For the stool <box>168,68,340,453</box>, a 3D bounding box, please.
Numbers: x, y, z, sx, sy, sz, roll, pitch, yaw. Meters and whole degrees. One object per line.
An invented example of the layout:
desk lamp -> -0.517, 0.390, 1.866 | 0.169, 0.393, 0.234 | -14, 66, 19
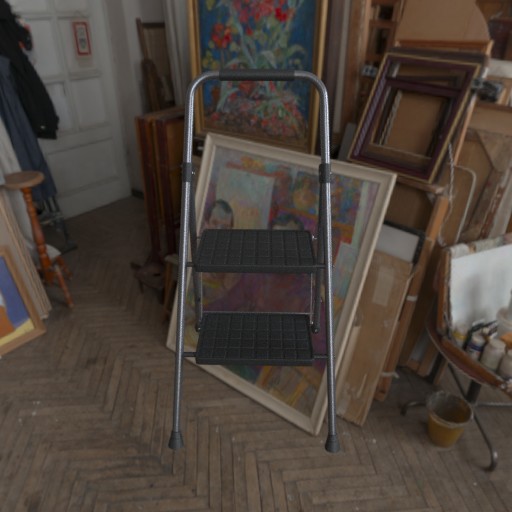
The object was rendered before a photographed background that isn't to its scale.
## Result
stool -> 0.000, 0.000, 1.148 | 0.450, 0.872, 0.514 | 1, 30, 1
